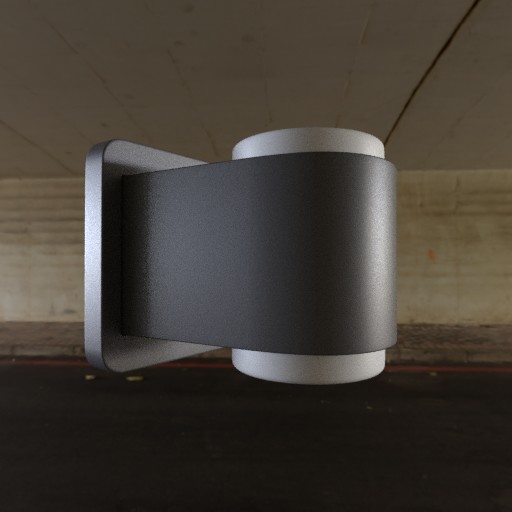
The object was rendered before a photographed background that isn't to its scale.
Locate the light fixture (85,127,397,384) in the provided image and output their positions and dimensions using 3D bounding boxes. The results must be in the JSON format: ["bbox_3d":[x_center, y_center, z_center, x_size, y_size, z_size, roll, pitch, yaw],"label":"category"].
[{"bbox_3d":[0.000,0.000,0.214,0.132,0.109,0.109,-1,-1,36],"label":"light fixture"}]
